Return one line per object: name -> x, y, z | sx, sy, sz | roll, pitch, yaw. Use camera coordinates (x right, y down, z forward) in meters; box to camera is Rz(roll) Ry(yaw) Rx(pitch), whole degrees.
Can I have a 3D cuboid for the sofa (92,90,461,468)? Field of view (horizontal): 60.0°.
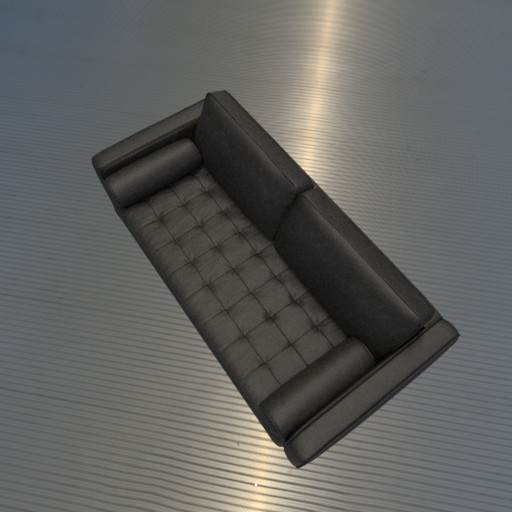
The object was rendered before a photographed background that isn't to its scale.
sofa -> 0.000, 0.000, 2.319 | 0.921, 0.770, 1.879 | -33, 67, -16
